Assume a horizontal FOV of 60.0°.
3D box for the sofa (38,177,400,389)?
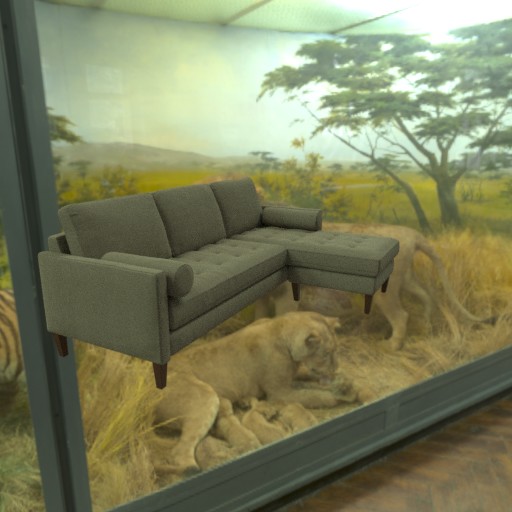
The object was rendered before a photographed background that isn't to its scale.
[{"bbox_3d":[0.000,0.000,2.984,1.506,0.875,2.178,8,17,27],"label":"sofa"}]
